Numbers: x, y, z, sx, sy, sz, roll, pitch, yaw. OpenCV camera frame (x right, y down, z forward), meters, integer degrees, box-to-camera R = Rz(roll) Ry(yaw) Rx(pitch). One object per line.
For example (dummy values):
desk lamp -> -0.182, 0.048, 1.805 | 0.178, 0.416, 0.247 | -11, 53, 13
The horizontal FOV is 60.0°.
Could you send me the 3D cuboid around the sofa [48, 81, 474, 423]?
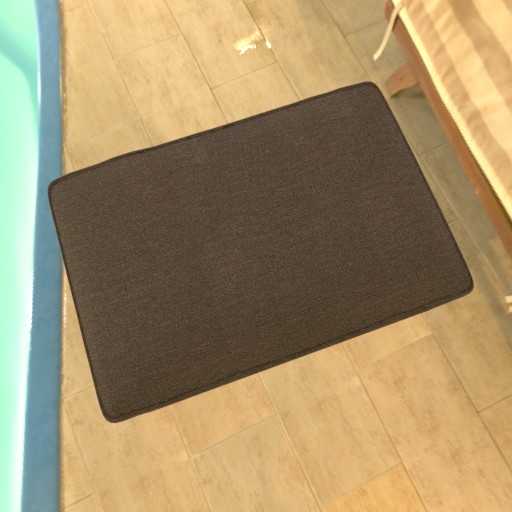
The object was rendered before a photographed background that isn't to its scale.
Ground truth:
sofa -> 0.000, 0.000, 1.188 | 0.854, 0.457, 0.578 | -19, 76, -5
